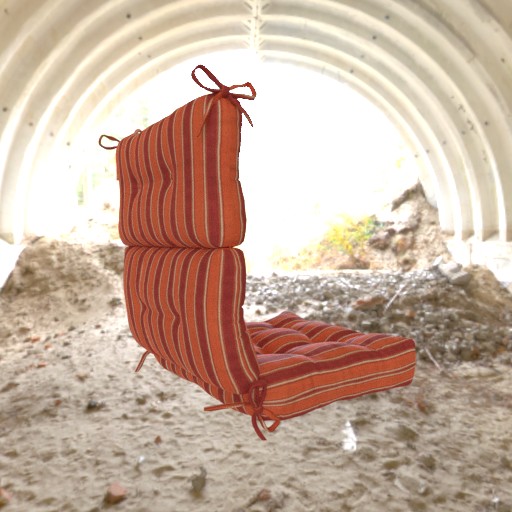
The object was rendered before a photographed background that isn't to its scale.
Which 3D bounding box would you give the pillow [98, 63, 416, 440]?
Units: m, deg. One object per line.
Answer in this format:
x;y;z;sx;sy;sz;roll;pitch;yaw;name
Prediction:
0.000;0.000;1.017;0.571;0.605;0.519;-1;2;-35;pillow
